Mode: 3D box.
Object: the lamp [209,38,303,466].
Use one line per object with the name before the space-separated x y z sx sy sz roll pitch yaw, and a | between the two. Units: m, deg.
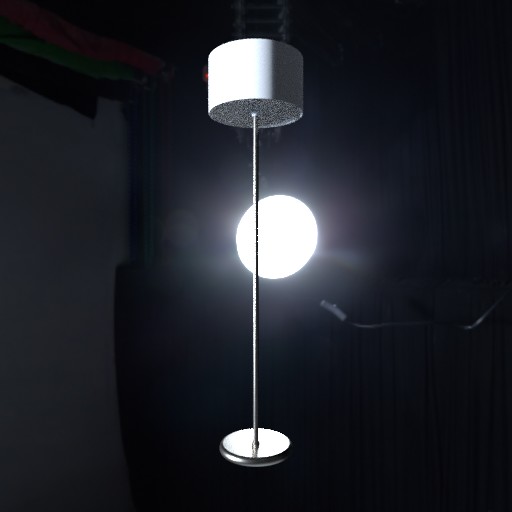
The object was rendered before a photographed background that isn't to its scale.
lamp | 0.000 0.000 1.646 0.347 1.443 0.347 0 0 36
